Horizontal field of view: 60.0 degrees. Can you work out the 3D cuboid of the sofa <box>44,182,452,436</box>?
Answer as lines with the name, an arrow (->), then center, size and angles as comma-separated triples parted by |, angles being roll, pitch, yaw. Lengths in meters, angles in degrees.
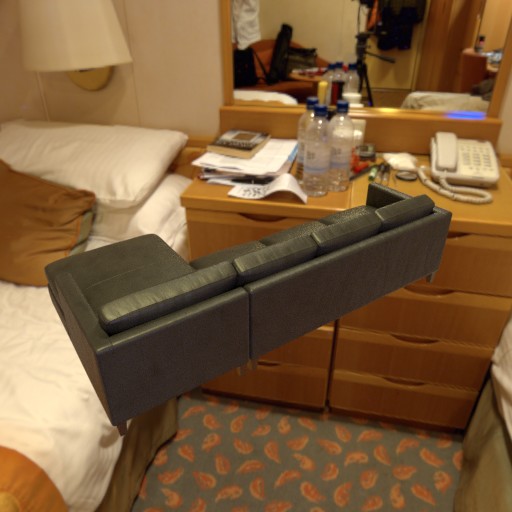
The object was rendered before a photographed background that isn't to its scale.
sofa -> 0.000, 0.000, 3.888 | 3.203, 0.883, 1.581 | -19, 35, -29
